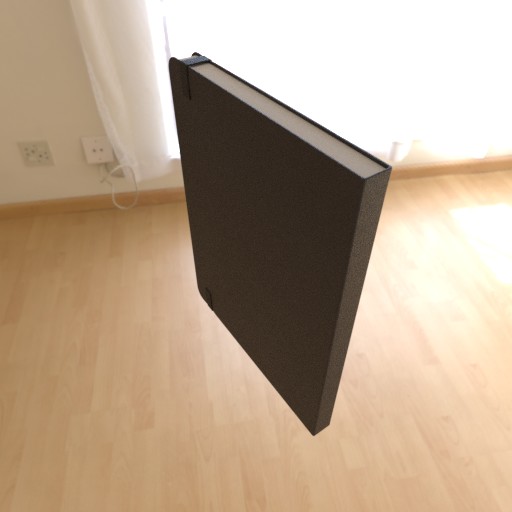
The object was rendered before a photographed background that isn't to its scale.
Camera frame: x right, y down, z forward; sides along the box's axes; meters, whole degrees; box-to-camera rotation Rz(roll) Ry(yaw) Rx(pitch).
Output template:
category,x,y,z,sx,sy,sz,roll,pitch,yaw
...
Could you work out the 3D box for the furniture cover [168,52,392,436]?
category,x,y,z,sx,sy,sz,roll,pitch,yaw
furniture cover,0.000,0.000,0.382,0.023,0.281,0.216,-25,49,-24
